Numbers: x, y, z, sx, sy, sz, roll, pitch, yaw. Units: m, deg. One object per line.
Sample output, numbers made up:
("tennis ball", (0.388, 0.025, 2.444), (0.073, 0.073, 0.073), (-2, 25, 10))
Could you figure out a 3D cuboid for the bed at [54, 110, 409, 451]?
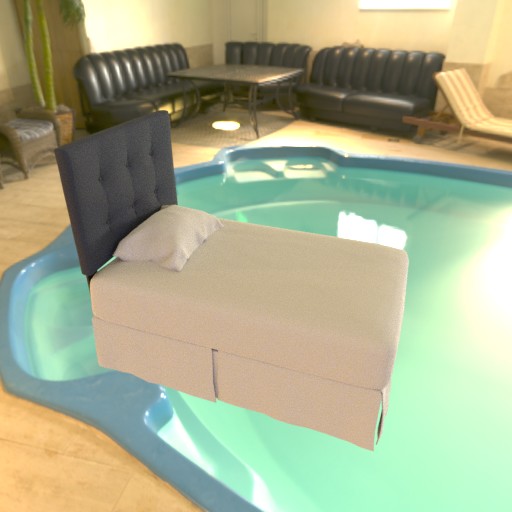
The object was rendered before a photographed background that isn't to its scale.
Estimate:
("bed", (0.000, 0.000, 2.979), (1.997, 1.571, 1.261), (10, 31, 18))
